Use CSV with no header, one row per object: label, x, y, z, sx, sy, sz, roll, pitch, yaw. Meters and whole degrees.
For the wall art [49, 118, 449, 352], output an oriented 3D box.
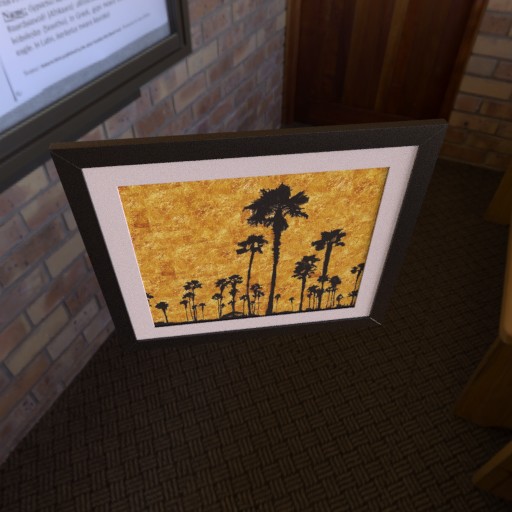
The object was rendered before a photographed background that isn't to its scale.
wall art,0.000,0.000,0.541,0.383,0.332,0.012,-5,45,-5
